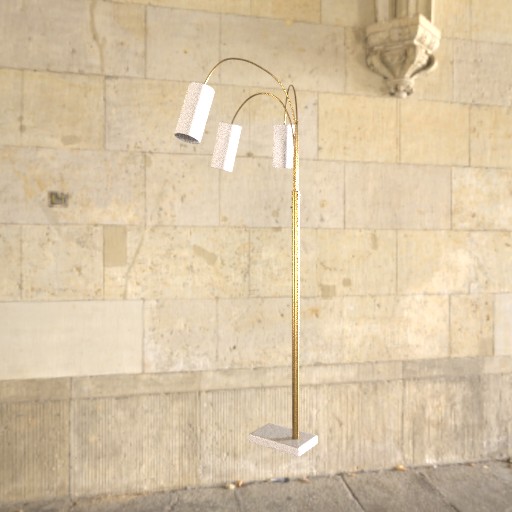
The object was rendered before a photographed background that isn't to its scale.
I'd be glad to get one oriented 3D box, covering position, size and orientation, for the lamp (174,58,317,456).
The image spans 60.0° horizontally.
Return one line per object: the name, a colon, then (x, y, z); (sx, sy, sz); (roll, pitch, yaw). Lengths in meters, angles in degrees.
lamp: (0.000, 0.000, 2.531); (0.667, 2.055, 1.020); (0, 0, 36)
